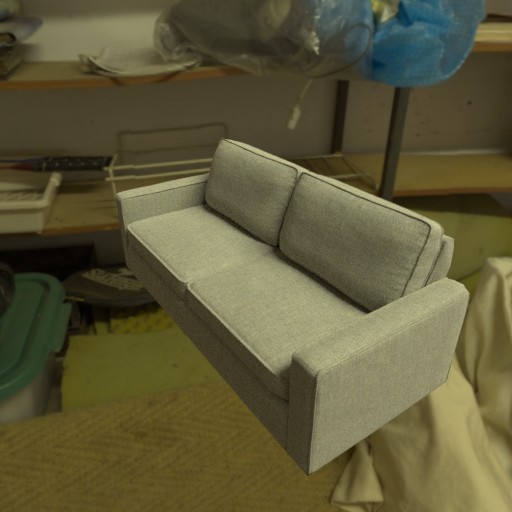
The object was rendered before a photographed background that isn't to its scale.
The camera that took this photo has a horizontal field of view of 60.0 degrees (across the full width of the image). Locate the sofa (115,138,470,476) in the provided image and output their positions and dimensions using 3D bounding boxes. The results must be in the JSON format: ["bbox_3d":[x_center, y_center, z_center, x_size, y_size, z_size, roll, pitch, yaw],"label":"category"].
[{"bbox_3d":[0.000,0.000,2.544,0.945,0.918,2.078,-19,34,-30],"label":"sofa"}]
